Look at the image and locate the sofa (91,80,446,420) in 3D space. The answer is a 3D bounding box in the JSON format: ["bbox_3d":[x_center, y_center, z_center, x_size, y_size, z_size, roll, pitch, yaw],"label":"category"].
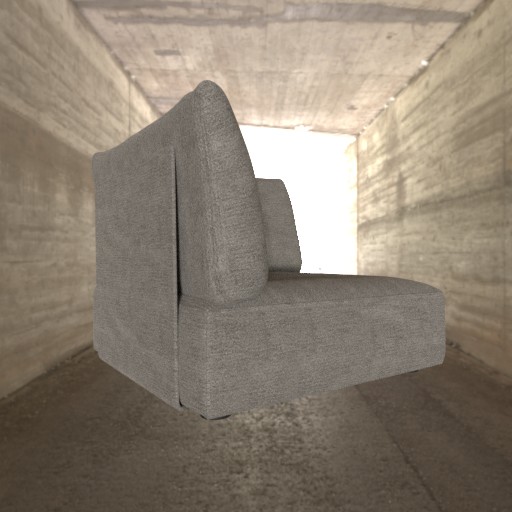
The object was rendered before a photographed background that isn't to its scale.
[{"bbox_3d":[0.000,0.000,1.671,1.000,0.820,1.000,0,0,-35],"label":"sofa"}]
